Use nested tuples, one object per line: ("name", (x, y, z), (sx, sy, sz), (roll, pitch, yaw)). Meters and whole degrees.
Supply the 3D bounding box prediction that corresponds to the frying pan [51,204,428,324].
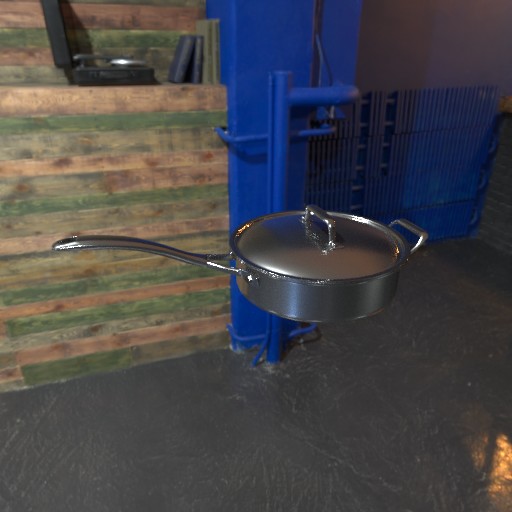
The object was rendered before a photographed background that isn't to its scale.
("frying pan", (0.000, 0.000, 0.594), (0.492, 0.111, 0.245), (-7, 26, -15))
